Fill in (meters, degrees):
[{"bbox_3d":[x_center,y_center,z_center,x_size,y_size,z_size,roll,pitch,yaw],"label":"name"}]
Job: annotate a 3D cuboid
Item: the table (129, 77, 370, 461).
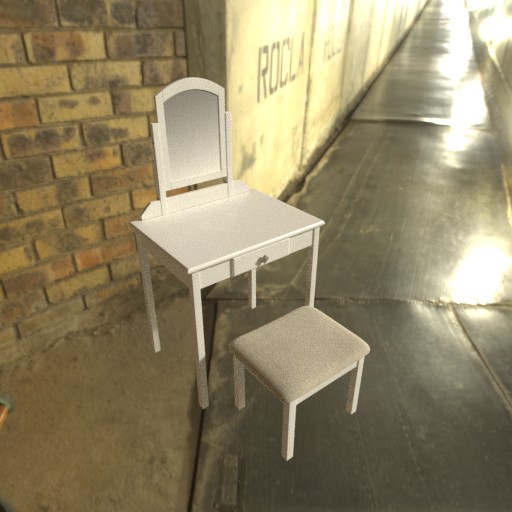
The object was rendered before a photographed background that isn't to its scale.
[{"bbox_3d":[0.000,0.000,2.324,0.876,1.631,1.211,-21,35,-32],"label":"table"}]
